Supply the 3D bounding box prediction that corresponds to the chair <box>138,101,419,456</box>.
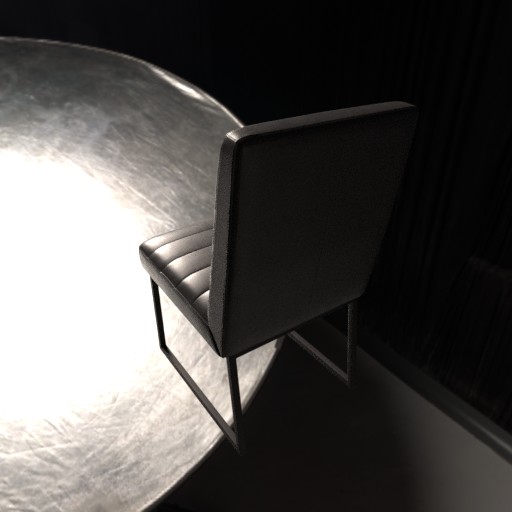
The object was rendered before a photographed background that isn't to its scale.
[{"bbox_3d":[0.000,0.000,1.332,0.520,0.930,0.634,-19,35,-30],"label":"chair"}]
